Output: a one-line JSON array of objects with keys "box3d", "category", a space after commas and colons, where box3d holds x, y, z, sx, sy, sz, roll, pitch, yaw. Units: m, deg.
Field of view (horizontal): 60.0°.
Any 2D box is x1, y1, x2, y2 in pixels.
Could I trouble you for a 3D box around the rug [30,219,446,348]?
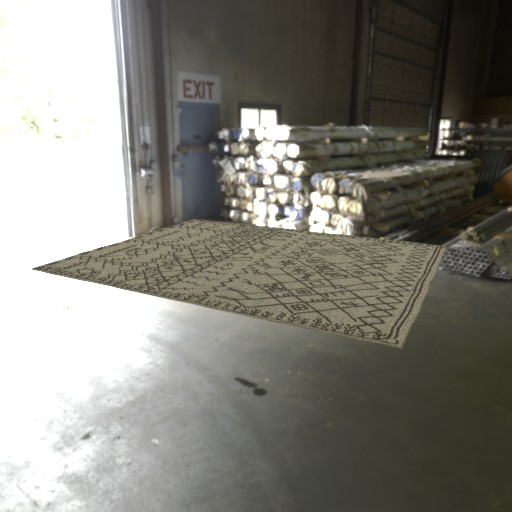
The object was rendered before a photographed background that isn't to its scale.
[{"box3d": [0.000, 0.000, 3.279, 2.455, 0.025, 1.964, 8, 18, 26], "category": "rug"}]
